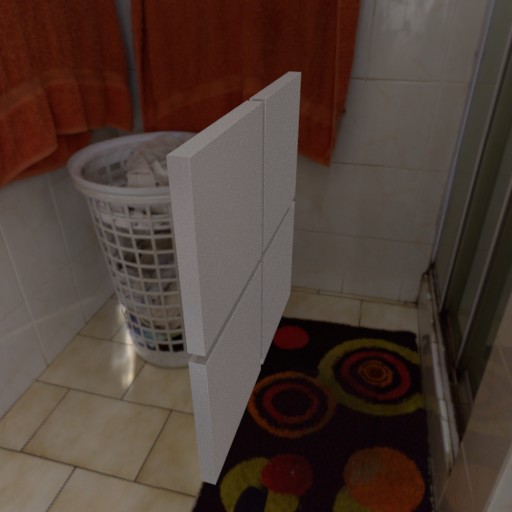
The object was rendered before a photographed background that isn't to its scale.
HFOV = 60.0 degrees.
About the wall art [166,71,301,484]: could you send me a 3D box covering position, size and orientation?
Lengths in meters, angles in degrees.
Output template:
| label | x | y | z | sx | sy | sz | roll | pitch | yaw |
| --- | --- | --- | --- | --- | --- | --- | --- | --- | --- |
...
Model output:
| label | x | y | z | sx | sy | sz | roll | pitch | yaw |
| --- | --- | --- | --- | --- | --- | --- | --- | --- | --- |
| wall art | 0.000 | 0.000 | 0.901 | 0.029 | 0.611 | 0.611 | 9 | 32 | 14 |
